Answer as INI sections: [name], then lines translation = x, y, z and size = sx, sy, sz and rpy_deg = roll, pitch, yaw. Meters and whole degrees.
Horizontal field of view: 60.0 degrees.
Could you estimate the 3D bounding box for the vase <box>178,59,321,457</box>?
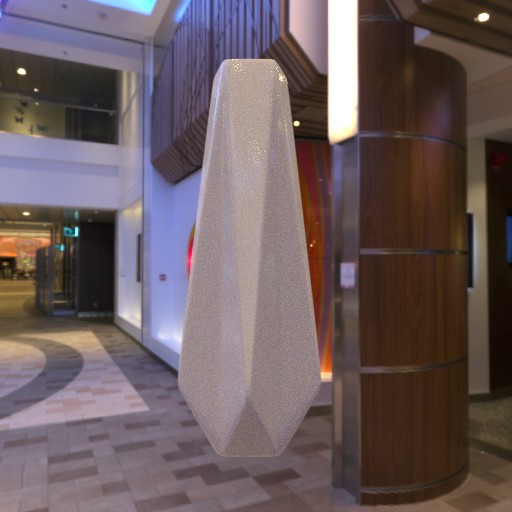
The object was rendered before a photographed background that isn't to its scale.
[vase]
translation = 0.000, 0.000, 0.395
size = 0.116, 0.329, 0.122
rpy_deg = 0, -1, 18
